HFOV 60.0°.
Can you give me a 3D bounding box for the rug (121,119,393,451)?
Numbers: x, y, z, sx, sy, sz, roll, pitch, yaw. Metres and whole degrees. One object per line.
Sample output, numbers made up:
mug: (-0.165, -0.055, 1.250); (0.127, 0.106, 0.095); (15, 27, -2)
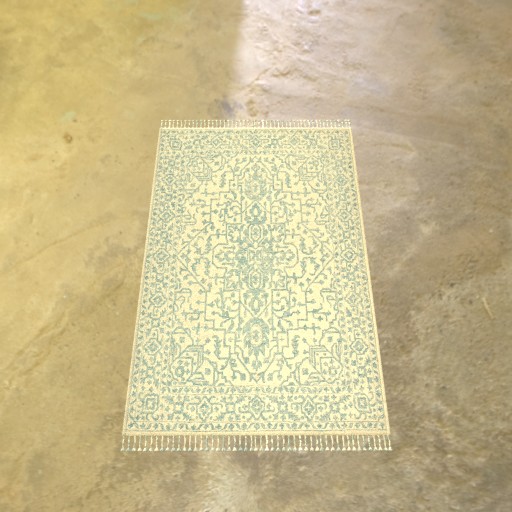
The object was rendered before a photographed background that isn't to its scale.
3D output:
rug: (0.000, 0.000, 3.022); (1.524, 0.010, 2.438); (0, 64, 0)
